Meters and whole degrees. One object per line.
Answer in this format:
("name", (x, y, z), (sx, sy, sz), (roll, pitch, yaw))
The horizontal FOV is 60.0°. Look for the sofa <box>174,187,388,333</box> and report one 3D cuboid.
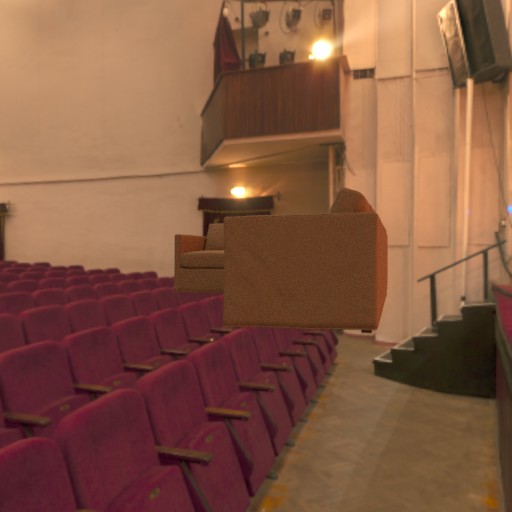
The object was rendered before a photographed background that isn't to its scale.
("sofa", (0.000, 0.000, 4.333), (2.432, 0.871, 3.182), (0, 0, 18))
